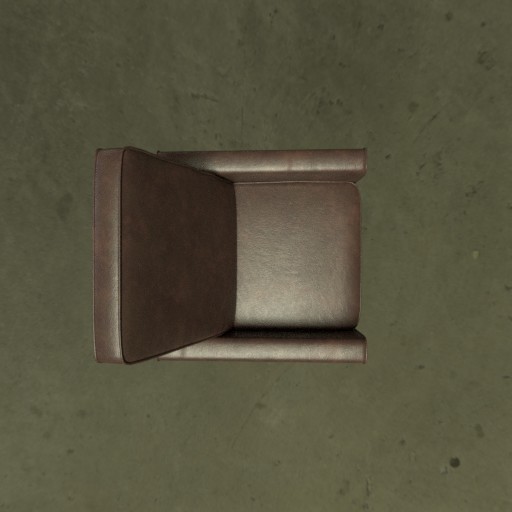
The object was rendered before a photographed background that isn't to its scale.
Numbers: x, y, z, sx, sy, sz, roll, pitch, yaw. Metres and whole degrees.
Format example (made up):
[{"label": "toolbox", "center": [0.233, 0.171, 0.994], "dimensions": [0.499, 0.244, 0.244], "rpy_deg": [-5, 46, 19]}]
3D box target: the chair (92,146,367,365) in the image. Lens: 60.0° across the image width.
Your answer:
[{"label": "chair", "center": [0.000, 0.000, 1.505], "dimensions": [0.746, 1.013, 0.705], "rpy_deg": [0, 90, 1]}]
